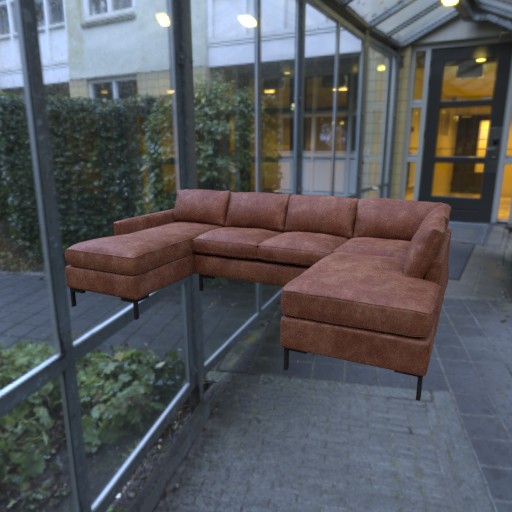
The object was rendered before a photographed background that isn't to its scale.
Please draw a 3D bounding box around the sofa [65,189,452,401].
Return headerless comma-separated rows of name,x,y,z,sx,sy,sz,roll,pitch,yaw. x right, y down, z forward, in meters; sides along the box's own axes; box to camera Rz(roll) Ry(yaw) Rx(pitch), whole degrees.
sofa,0.000,0.000,3.743,2.956,0.900,1.939,7,16,25
